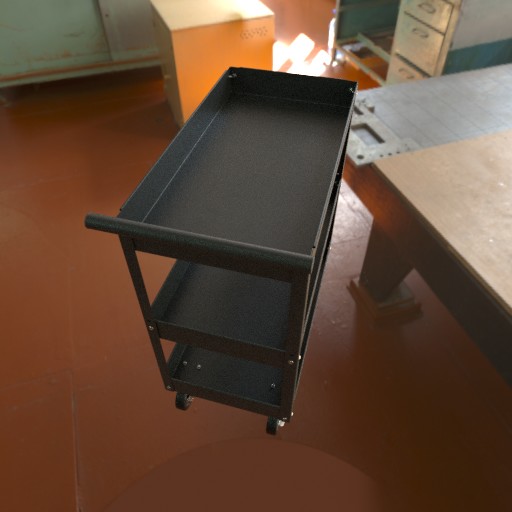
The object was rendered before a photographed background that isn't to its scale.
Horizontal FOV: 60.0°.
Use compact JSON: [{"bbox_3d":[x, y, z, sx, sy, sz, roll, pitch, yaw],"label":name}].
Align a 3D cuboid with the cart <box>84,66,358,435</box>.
[{"bbox_3d":[0.000,0.000,1.183,0.366,0.780,0.719,11,47,11],"label":"cart"}]
